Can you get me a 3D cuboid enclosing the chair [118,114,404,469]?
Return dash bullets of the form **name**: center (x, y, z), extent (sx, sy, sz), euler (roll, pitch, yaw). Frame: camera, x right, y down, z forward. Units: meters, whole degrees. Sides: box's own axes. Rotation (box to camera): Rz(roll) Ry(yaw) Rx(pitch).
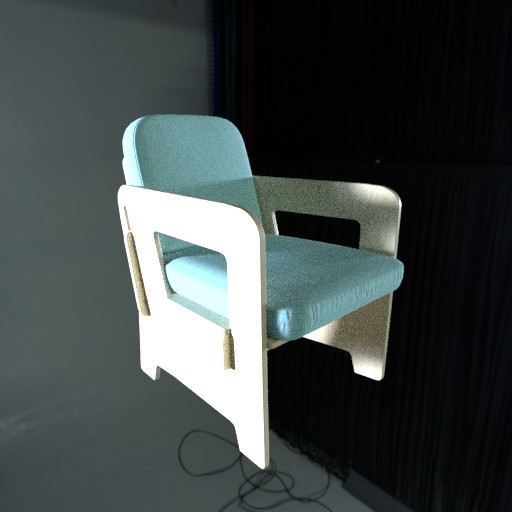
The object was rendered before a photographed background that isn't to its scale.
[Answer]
- **chair**: center (0.000, 0.000, 1.291), extent (0.710, 0.800, 0.590), euler (14, 21, 42)
